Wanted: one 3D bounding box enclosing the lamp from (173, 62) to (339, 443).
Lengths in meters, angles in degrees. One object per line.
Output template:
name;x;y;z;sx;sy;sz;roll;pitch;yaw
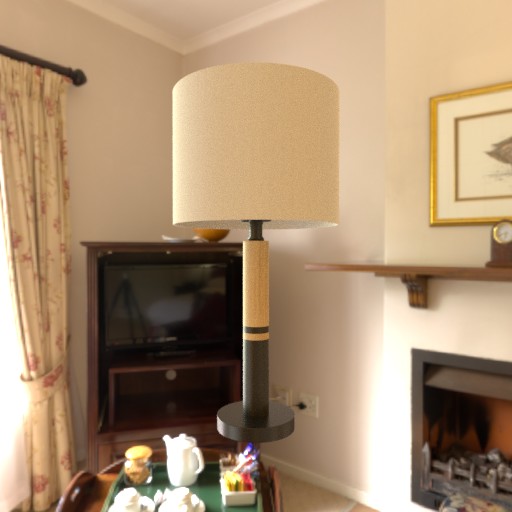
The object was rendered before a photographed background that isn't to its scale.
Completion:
lamp;0.000;0.000;0.827;0.305;0.640;0.305;0;1;-1
